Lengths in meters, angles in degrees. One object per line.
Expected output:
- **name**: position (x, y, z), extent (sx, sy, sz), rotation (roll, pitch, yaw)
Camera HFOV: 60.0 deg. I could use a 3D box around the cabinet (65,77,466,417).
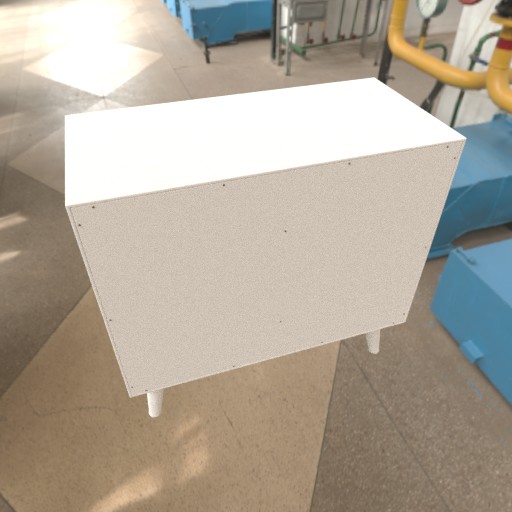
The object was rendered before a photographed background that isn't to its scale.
- **cabinet**: position (0.000, 0.000, 1.225), extent (0.800, 0.761, 0.398), rotation (-12, 42, -14)
